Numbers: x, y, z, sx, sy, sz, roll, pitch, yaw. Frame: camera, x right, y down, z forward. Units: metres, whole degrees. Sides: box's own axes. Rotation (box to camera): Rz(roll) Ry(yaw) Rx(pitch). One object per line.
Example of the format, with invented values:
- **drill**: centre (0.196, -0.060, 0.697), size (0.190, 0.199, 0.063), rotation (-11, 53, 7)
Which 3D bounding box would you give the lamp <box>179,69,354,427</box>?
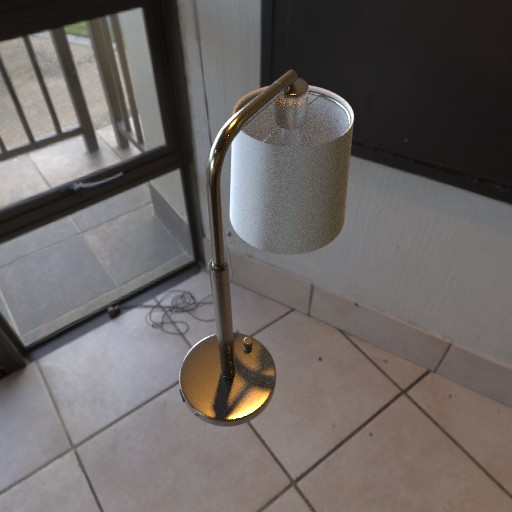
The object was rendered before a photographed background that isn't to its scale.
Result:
- **lamp**: centre (0.000, 0.000, 0.638), size (0.171, 0.489, 0.333), rotation (27, 53, 23)
